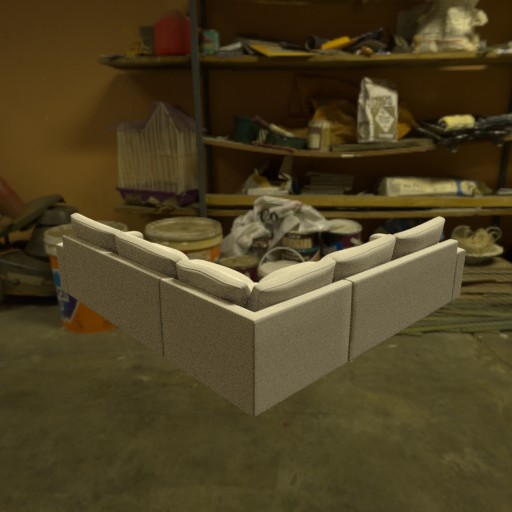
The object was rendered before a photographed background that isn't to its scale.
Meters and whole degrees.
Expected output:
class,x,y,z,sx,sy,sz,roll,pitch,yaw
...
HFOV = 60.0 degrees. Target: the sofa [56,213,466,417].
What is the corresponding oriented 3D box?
class,x,y,z,sx,sy,sz,roll,pitch,yaw
sofa,0.000,0.000,4.804,3.066,0.918,3.206,-15,22,-41
